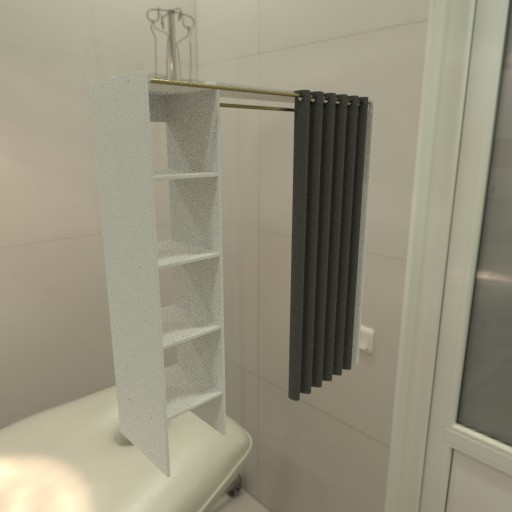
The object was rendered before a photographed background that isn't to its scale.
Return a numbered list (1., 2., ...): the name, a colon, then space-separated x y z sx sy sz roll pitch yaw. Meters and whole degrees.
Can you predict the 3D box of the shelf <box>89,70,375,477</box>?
1. shelf: 0.000 0.000 2.578 1.600 1.810 0.500 -14 20 -42
